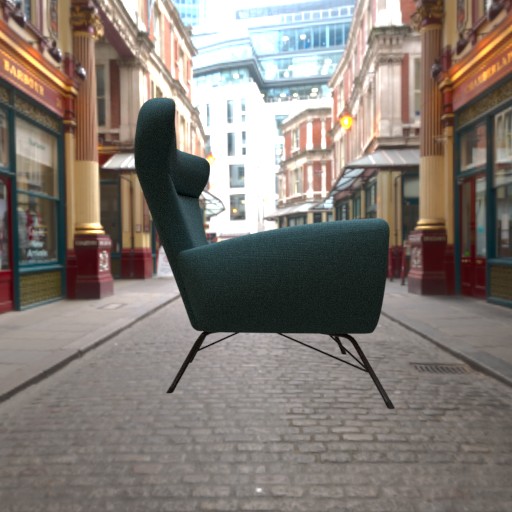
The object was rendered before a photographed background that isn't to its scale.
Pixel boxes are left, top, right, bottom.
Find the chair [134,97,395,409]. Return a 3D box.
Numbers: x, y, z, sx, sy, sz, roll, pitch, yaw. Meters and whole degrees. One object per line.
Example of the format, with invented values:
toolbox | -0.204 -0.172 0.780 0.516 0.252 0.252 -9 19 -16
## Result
chair | 0.000 0.000 1.817 0.900 0.980 1.050 0 1 0
